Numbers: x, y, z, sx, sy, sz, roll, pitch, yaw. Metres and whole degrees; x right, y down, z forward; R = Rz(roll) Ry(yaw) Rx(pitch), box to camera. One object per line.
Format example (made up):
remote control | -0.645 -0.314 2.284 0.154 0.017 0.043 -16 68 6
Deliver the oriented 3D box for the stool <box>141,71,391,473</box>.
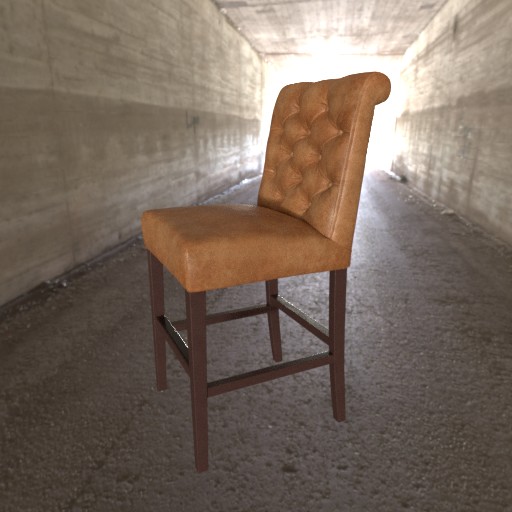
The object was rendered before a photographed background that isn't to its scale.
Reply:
stool | 0.000 0.000 1.371 0.601 1.047 0.493 -8 18 -25
